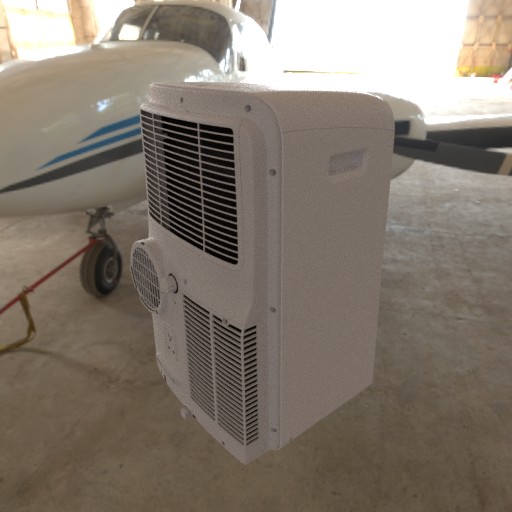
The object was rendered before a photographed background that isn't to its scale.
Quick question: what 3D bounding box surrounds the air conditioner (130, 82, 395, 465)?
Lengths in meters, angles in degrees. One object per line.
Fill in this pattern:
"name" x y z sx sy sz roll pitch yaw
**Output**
"air conditioner" 0.000 0.000 1.051 0.467 0.765 0.478 -18 30 -34
